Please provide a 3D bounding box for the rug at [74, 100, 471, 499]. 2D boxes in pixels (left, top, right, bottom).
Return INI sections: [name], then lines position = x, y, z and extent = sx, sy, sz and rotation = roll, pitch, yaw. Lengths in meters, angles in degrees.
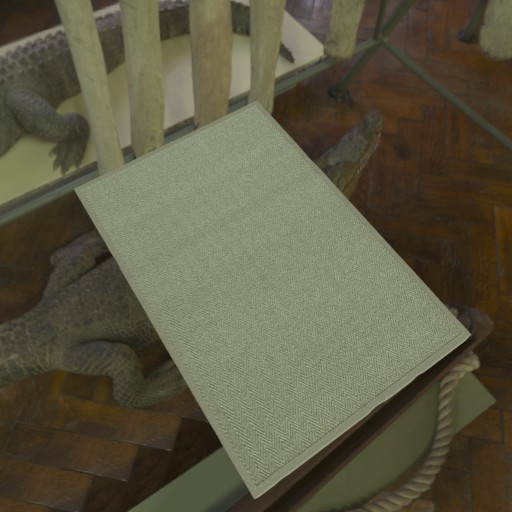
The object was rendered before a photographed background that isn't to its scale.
[rug]
position = 0.000, 0.000, 2.856
extent = 1.540, 0.021, 2.290
rotation = -31, 67, -15
